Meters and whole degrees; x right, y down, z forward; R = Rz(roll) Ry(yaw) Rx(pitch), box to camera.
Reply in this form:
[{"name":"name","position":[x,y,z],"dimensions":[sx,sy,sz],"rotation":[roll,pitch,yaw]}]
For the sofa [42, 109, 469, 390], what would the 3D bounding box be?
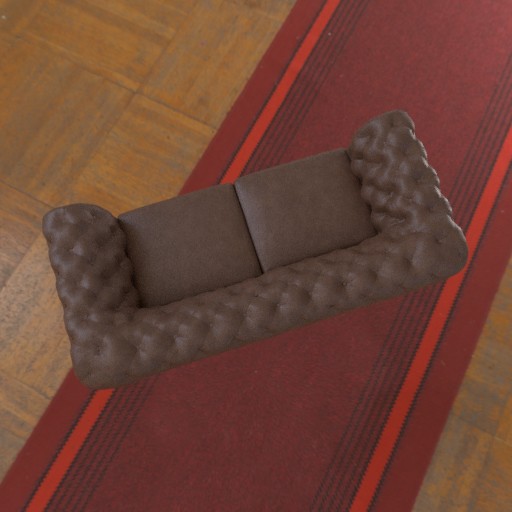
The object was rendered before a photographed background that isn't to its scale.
[{"name":"sofa","position":[0.000,0.000,2.522],"dimensions":[2.048,0.784,0.955],"rotation":[-17,76,-4]}]
